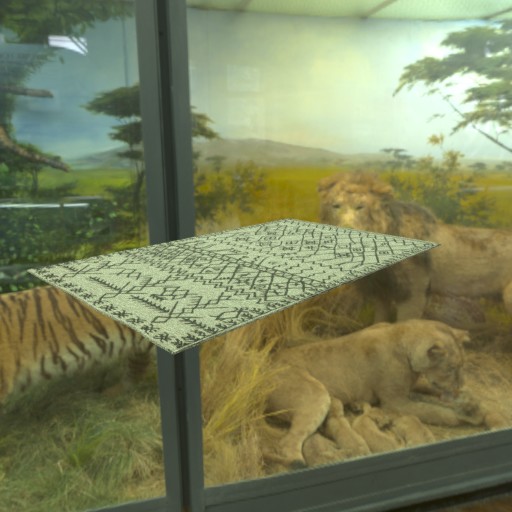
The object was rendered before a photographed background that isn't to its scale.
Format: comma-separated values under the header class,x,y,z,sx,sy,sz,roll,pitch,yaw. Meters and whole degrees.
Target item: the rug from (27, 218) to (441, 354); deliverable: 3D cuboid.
class,x,y,z,sx,sy,sz,roll,pitch,yaw
rug,0.000,0.000,4.743,2.393,0.019,3.824,14,21,43
